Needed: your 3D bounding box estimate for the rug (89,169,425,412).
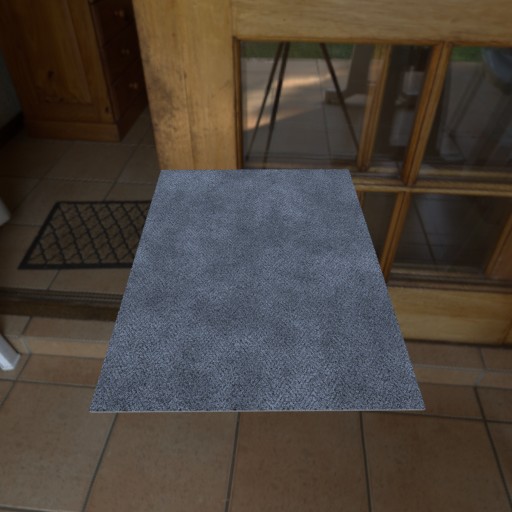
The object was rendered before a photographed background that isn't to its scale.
[{"bbox_3d":[0.000,0.000,2.944,1.600,0.008,2.235,0,41,0],"label":"rug"}]
